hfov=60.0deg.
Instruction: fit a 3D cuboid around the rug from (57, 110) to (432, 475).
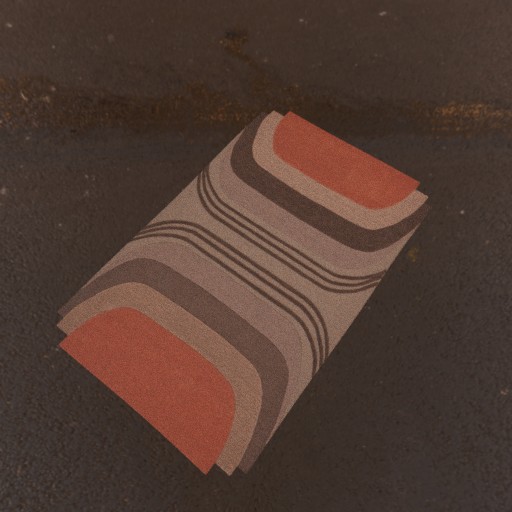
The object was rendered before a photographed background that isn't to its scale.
[{"bbox_3d":[0.000,0.000,2.999,1.530,0.017,2.446,34,68,16],"label":"rug"}]
